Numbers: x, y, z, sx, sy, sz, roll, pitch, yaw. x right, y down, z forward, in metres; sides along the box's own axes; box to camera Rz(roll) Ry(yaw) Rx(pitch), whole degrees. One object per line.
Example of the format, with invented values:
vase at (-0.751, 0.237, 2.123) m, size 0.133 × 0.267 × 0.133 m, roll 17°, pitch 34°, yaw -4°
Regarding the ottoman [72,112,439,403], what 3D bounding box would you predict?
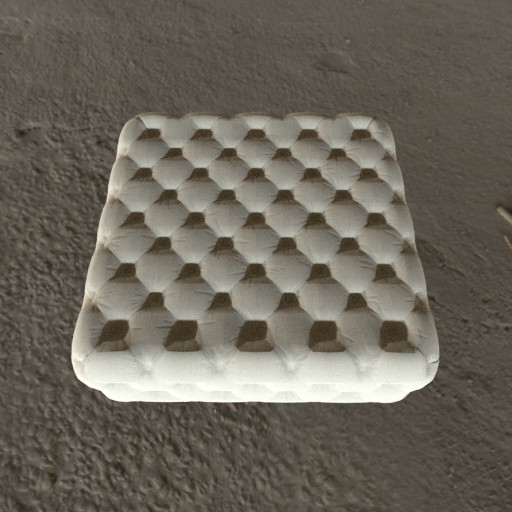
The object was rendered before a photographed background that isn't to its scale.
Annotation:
ottoman at (0.000, 0.000, 1.186) m, size 0.753 × 0.376 × 0.755 m, roll 0°, pitch 58°, yaw 0°
